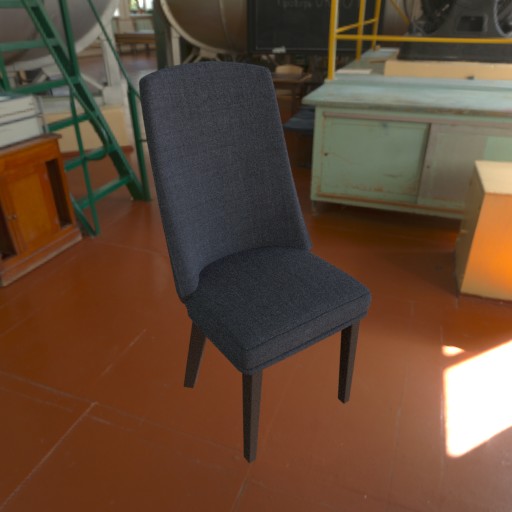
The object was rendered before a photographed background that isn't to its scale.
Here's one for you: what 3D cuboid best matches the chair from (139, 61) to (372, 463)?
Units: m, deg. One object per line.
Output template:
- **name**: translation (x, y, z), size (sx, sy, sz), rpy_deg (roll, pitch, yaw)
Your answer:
- **chair**: translation (0.000, 0.000, 1.358), size (0.510, 1.050, 0.577), rpy_deg (-19, 35, -30)
